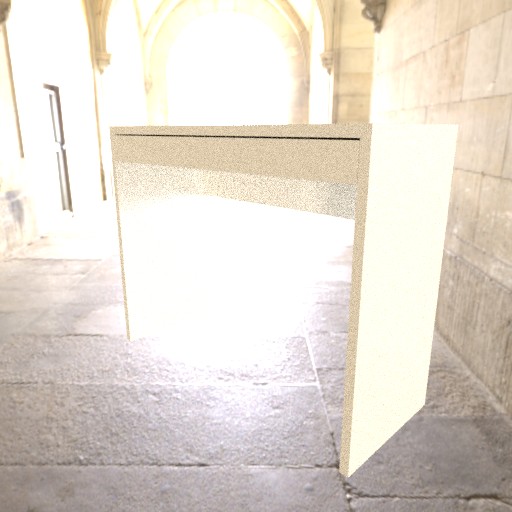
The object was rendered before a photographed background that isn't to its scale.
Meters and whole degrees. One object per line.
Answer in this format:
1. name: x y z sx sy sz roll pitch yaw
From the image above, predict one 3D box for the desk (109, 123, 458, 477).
1. desk: 0.000 0.000 1.397 1.000 0.790 0.400 15 22 43
